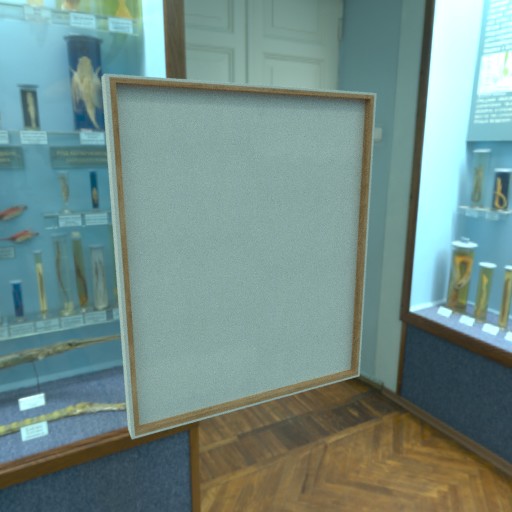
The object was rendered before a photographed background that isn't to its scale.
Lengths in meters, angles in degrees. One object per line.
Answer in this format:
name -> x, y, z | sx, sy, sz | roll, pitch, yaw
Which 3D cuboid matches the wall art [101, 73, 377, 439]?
wall art -> 0.000, 0.000, 0.839 | 0.508, 0.606, 0.037 | -7, 15, -26
